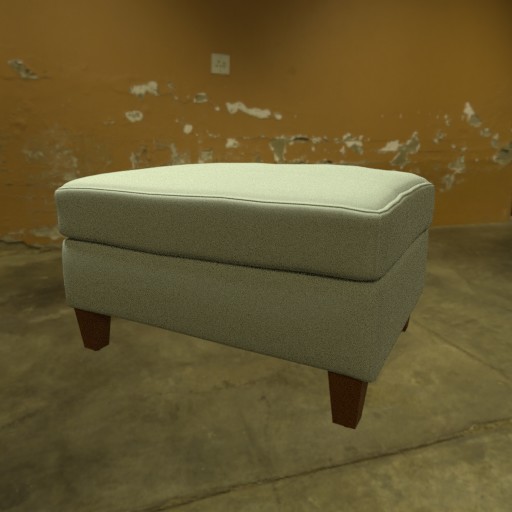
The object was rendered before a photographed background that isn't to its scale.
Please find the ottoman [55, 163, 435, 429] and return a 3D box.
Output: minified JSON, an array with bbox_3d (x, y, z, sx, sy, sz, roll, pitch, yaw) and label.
[{"bbox_3d":[0.000,0.000,1.205,0.818,0.496,0.634,8,16,27],"label":"ottoman"}]
